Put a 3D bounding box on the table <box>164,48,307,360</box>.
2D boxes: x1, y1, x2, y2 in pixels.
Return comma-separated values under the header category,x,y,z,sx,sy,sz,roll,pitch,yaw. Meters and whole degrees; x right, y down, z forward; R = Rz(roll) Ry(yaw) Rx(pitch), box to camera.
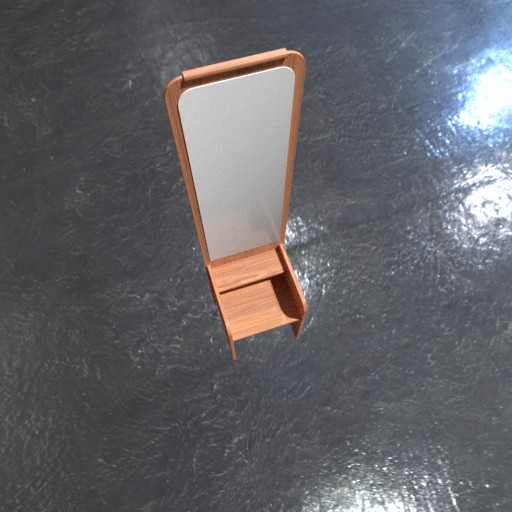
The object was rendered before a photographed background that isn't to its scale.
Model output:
category,x,y,z,sx,sy,sz,roll,pitch,yaw
table,0.000,0.000,2.031,0.450,1.830,0.420,-17,65,-8
